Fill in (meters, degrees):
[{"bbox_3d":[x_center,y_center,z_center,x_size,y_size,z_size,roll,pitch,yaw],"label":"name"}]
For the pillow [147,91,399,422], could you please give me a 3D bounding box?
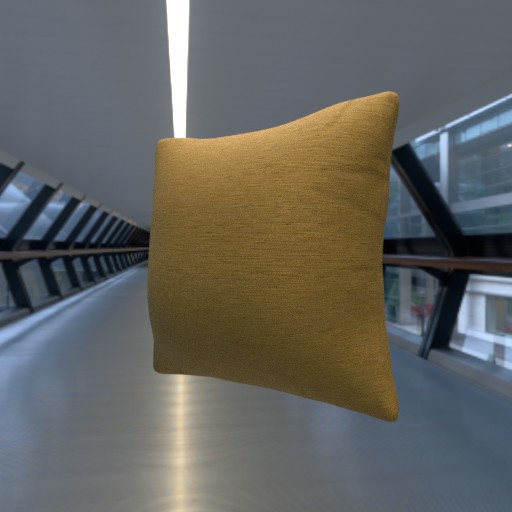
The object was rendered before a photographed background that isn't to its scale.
[{"bbox_3d":[0.000,0.000,0.677,0.435,0.417,0.247,0,0,35],"label":"pillow"}]
